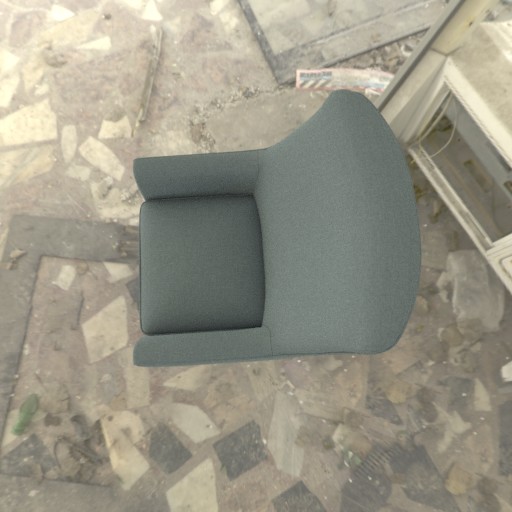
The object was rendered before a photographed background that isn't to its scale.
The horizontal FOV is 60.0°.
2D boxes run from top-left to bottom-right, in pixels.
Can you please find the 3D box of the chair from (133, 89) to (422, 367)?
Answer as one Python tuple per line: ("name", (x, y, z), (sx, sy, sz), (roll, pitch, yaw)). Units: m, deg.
("chair", (0.000, 0.000, 1.621), (0.879, 0.916, 0.756), (-4, 76, -1))
